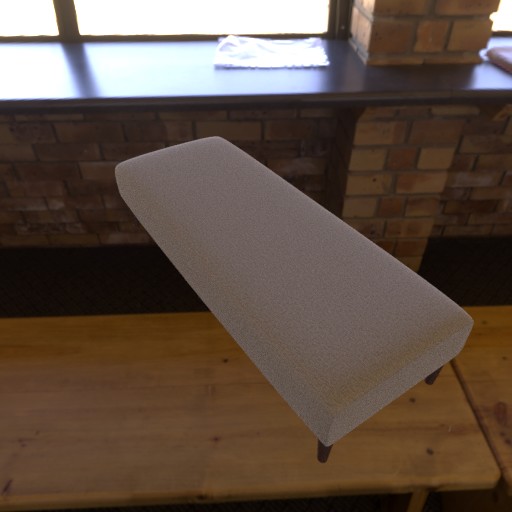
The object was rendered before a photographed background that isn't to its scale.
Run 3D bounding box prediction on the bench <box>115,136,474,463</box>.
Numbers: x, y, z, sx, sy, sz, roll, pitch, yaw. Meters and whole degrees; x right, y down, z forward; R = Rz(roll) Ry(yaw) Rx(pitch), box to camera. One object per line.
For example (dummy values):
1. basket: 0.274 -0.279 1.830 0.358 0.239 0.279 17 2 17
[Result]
1. bench: 0.000 0.000 1.859 0.631 0.383 1.598 -23 45 -25
